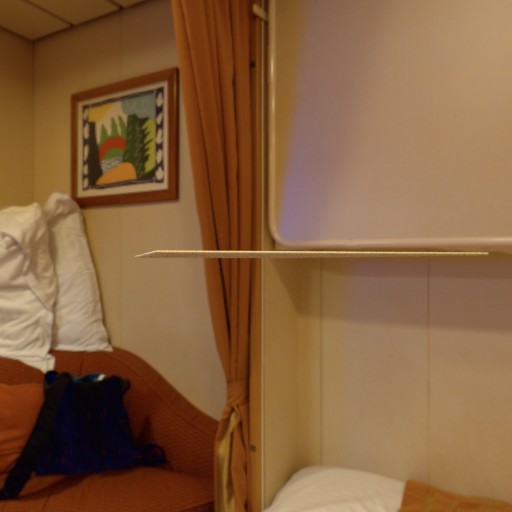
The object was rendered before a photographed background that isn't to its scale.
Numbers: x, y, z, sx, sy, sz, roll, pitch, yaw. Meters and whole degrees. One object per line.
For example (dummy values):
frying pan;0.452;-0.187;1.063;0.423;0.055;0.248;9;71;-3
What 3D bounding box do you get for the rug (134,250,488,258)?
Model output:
rug;0.000;0.000;3.011;1.531;0.014;2.441;0;-1;-17
